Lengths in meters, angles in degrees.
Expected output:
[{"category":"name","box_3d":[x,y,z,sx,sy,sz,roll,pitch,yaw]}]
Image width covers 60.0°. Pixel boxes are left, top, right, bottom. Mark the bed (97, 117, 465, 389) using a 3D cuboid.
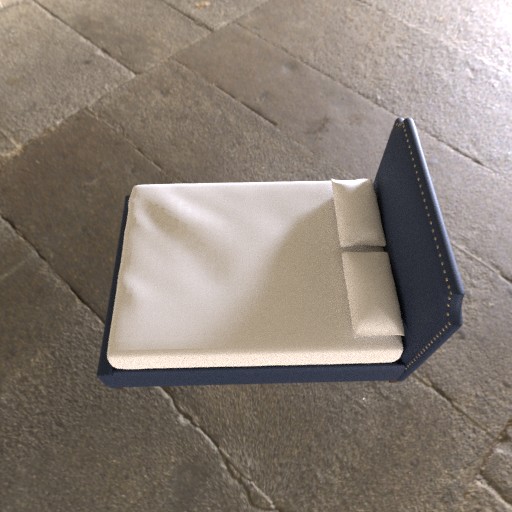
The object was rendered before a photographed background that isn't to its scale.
[{"category":"bed","box_3d":[0.000,0.000,3.440,2.372,1.443,1.712,-1,59,-1]}]
